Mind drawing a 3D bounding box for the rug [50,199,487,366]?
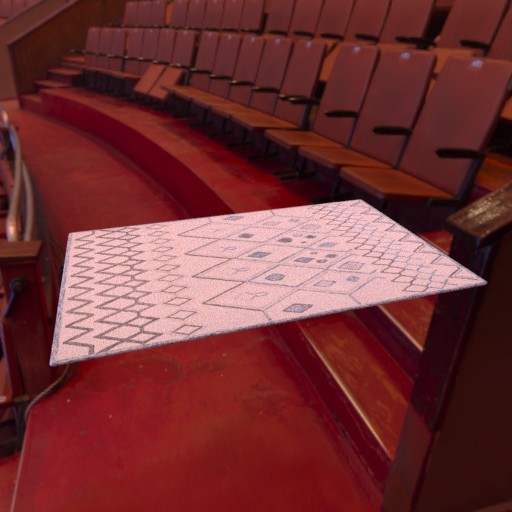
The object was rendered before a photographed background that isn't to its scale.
[{"bbox_3d":[0.000,0.000,2.978,2.439,0.015,1.524,-8,28,-15],"label":"rug"}]
